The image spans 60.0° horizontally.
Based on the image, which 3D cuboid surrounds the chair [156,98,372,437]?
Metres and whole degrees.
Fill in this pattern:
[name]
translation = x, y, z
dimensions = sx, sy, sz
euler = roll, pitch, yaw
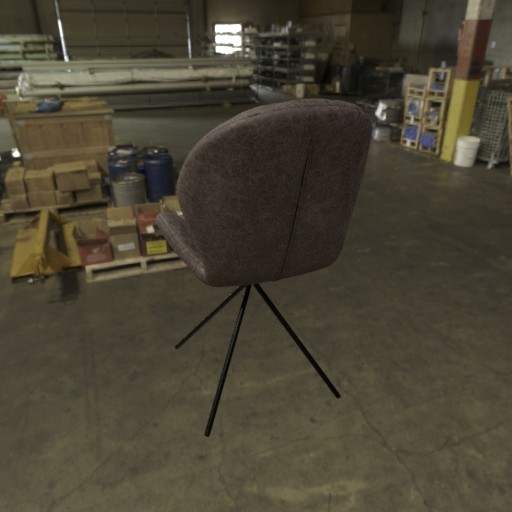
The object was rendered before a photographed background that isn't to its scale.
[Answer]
[chair]
translation = 0.000, 0.000, 1.299
dimensions = 0.527, 0.934, 0.640
euler = -9, 27, -18
